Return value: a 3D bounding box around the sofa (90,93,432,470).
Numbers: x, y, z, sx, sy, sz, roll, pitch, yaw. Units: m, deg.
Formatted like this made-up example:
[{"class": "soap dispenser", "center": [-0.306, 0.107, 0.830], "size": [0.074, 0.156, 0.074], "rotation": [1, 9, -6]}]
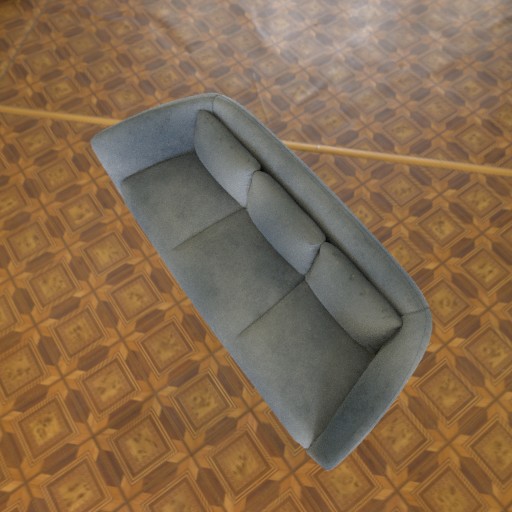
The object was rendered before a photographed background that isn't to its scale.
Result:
[{"class": "sofa", "center": [0.000, 0.000, 2.469], "size": [0.849, 0.795, 2.095], "rotation": [-33, 68, -16]}]
